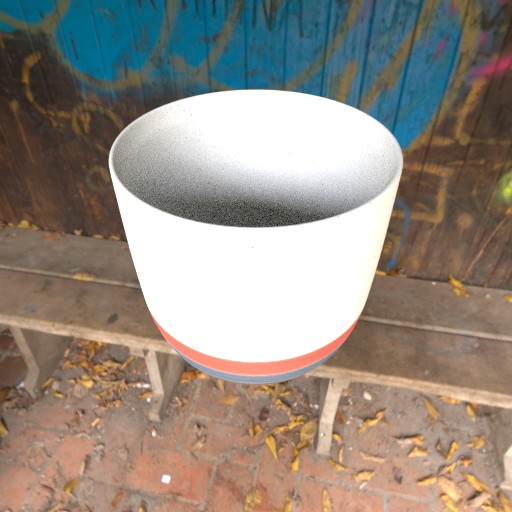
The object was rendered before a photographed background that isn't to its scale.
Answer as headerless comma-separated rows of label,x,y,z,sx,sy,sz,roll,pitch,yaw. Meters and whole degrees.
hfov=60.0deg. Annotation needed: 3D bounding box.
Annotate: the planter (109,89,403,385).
planter,0.000,0.000,0.385,0.204,0.214,0.204,0,41,0
